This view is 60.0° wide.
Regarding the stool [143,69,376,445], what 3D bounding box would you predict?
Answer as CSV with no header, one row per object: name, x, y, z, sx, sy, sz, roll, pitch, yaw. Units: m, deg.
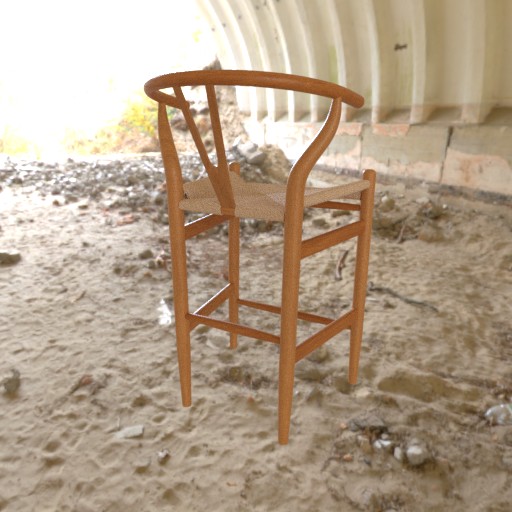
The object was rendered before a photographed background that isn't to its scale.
stool,0.000,0.000,1.313,0.569,0.970,0.579,10,19,29
